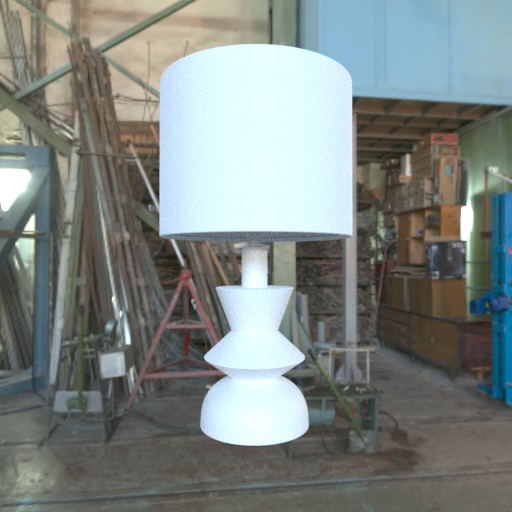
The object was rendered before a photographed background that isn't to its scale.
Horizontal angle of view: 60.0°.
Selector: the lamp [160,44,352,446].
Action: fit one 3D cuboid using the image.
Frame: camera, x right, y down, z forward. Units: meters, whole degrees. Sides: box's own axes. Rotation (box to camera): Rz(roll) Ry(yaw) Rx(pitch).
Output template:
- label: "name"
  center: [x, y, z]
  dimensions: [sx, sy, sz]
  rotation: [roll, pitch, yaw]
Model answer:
- label: "lamp"
  center: [0.000, 0.000, 0.707]
  dimensions: [0.301, 0.533, 0.301]
  rotation: [-1, -1, 37]
